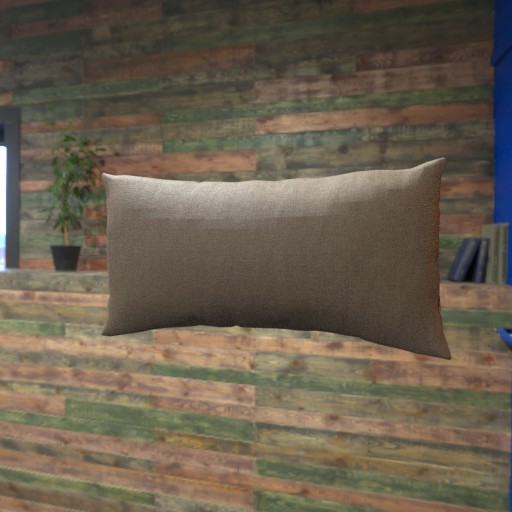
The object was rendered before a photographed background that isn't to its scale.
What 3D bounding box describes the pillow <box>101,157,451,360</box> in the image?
[{"bbox_3d":[0.000,0.000,0.750,0.612,0.308,0.148,0,1,17],"label":"pillow"}]
